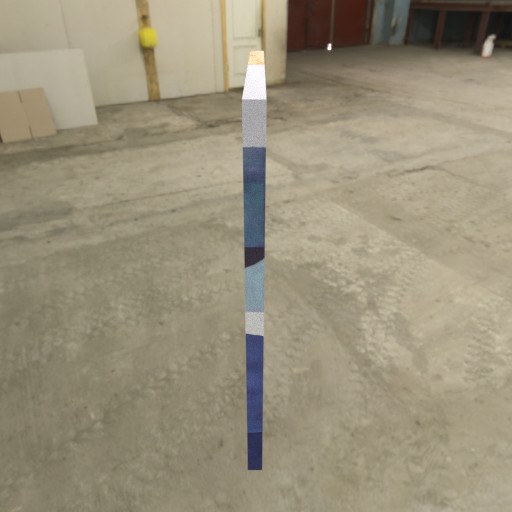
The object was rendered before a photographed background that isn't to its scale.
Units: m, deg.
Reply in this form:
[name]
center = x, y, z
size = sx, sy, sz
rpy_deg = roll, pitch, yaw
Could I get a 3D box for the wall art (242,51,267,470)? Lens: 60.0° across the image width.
[wall art]
center = 0.000, 0.000, 1.157
size = 0.039, 0.911, 0.607
rpy_deg = 0, 31, 0
